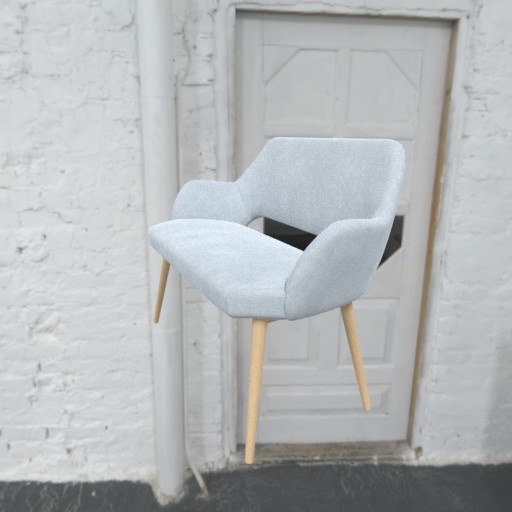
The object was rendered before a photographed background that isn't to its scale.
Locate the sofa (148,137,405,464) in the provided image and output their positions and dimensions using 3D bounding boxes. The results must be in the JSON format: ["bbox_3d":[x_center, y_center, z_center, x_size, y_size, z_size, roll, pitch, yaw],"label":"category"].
[{"bbox_3d":[0.000,0.000,1.637,0.610,0.840,1.150,-7,17,-25],"label":"sofa"}]
